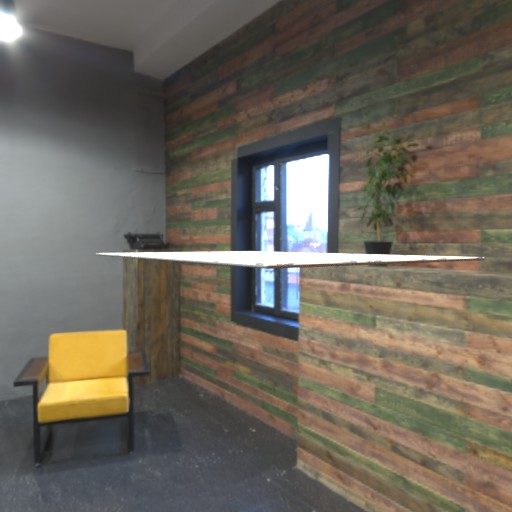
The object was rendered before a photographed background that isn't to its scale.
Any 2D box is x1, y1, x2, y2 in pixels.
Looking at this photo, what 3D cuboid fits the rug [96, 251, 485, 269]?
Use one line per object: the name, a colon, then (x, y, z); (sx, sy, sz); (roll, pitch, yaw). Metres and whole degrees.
rug: (0.000, 0.000, 3.034); (1.521, 0.017, 2.365); (-1, 2, -34)
